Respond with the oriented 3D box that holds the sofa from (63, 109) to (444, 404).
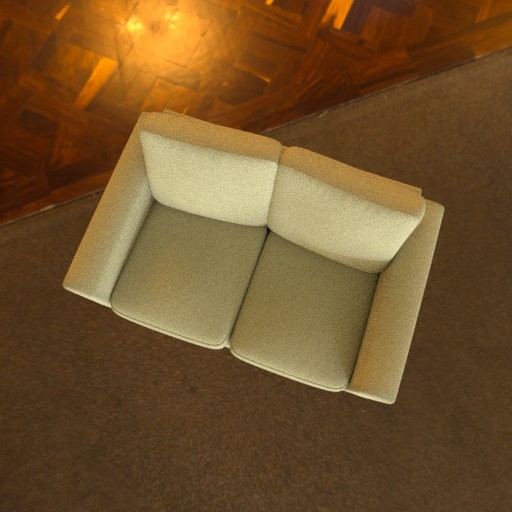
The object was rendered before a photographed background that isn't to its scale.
[{"bbox_3d":[0.000,0.000,2.229,1.616,0.873,1.016,19,76,5],"label":"sofa"}]
